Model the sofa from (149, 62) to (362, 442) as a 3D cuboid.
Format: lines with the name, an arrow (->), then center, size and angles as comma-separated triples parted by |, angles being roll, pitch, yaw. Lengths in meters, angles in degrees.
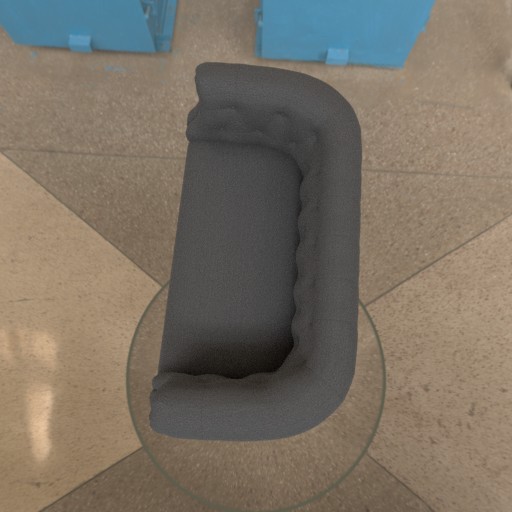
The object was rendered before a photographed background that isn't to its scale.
sofa -> 0.000, 0.000, 2.092 | 0.835, 0.827, 1.558 | 5, 76, 1
